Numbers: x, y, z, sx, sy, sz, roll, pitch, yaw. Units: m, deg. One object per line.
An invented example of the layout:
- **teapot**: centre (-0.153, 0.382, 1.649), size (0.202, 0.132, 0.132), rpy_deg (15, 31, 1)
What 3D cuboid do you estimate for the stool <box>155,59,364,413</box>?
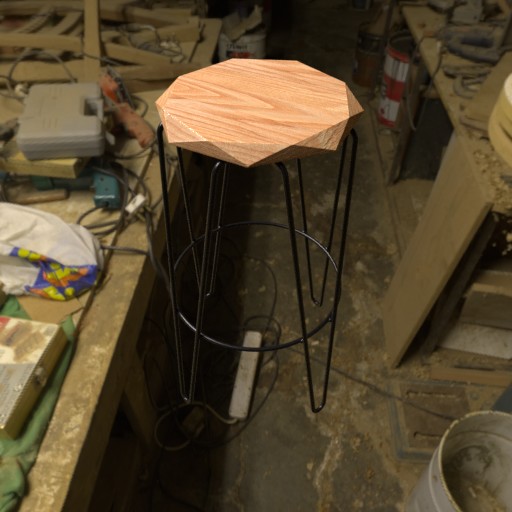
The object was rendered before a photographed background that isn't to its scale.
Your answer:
- **stool**: centre (0.000, 0.000, 0.806), size (0.326, 0.610, 0.326), rpy_deg (3, 46, 3)
